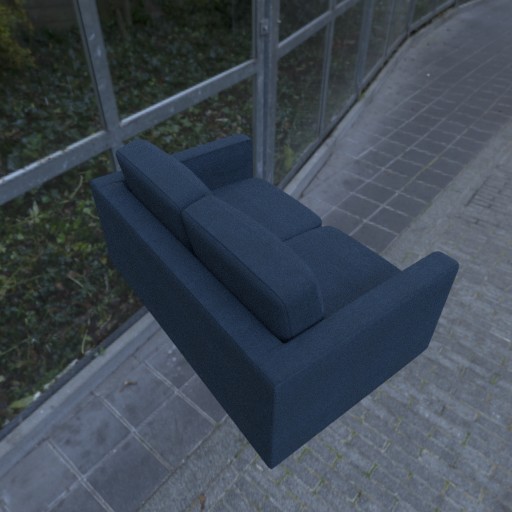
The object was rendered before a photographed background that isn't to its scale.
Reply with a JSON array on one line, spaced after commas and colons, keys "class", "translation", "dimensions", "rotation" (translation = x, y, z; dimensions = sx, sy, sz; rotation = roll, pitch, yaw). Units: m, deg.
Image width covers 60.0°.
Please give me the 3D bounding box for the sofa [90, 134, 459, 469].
[{"class": "sofa", "translation": [0.000, 0.000, 2.174], "dimensions": [0.999, 0.930, 1.518], "rotation": [-26, 46, -27]}]
